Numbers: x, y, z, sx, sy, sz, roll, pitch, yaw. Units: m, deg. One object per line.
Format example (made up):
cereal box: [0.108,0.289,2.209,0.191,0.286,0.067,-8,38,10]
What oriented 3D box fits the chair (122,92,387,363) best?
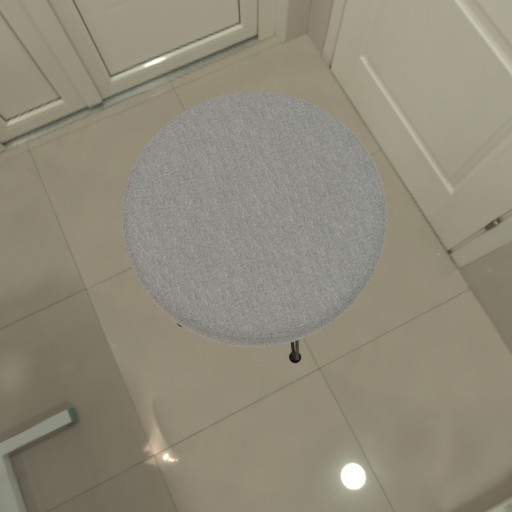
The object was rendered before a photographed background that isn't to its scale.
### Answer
chair: [0.000,0.000,0.686,0.350,0.440,0.350,-26,77,-7]
